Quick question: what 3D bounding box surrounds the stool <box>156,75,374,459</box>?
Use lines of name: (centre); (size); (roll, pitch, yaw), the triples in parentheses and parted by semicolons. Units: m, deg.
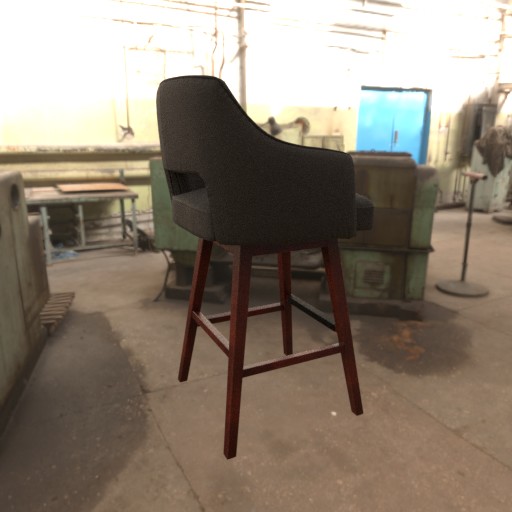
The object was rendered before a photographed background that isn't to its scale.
stool: (0.000, 0.000, 1.393); (0.558, 1.012, 0.548); (-7, 17, -25)
